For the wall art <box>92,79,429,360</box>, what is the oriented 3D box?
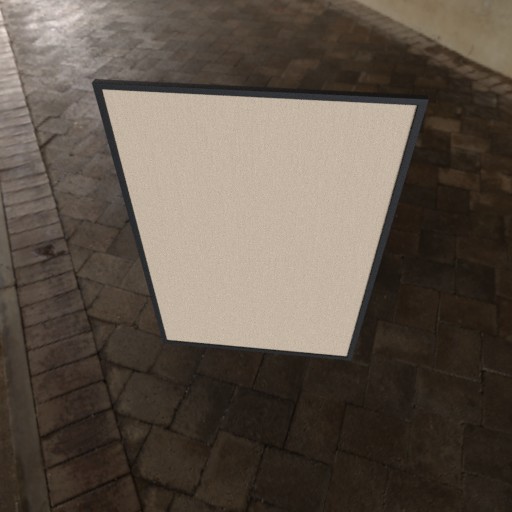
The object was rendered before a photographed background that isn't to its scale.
[{"bbox_3d":[0.000,0.000,0.840,0.457,0.657,0.013,4,46,4],"label":"wall art"}]
